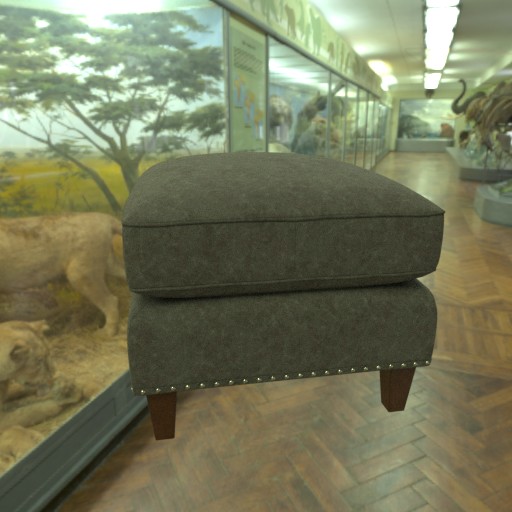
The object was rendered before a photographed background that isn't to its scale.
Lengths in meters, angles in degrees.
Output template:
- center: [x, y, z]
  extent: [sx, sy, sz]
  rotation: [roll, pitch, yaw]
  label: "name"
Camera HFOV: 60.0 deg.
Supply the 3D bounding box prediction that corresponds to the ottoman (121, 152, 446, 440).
- center: [0.000, 0.000, 1.133]
  extent: [0.584, 0.513, 0.741]
  rotation: [-3, 17, -10]
  label: "ottoman"
